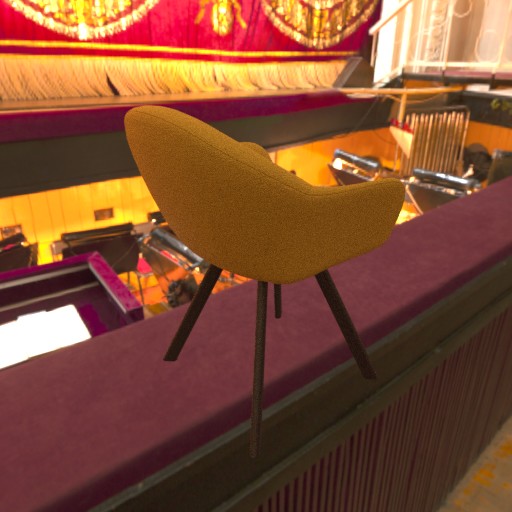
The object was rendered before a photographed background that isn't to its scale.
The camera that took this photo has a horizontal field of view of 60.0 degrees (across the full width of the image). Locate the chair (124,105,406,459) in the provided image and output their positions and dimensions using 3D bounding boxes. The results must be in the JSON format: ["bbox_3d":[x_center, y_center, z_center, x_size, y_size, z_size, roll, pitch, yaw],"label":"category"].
[{"bbox_3d":[0.000,0.000,1.156,0.565,0.775,0.545,-18,30,-33],"label":"chair"}]
